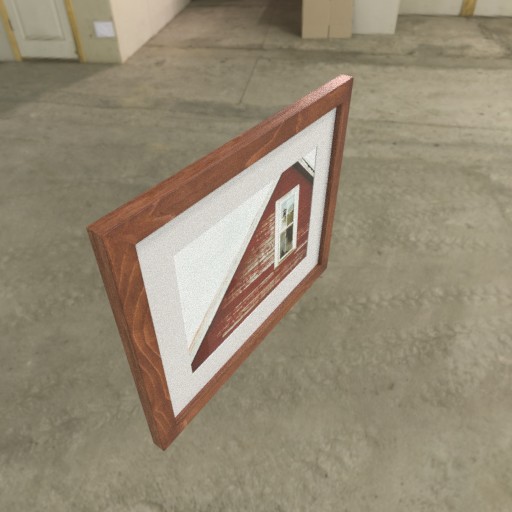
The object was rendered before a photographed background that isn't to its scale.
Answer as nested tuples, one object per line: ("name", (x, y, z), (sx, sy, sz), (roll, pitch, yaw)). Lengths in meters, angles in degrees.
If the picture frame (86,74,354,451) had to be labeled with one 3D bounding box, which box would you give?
("picture frame", (0.000, 0.000, 0.767), (0.025, 0.457, 0.559), (25, 47, 26))
